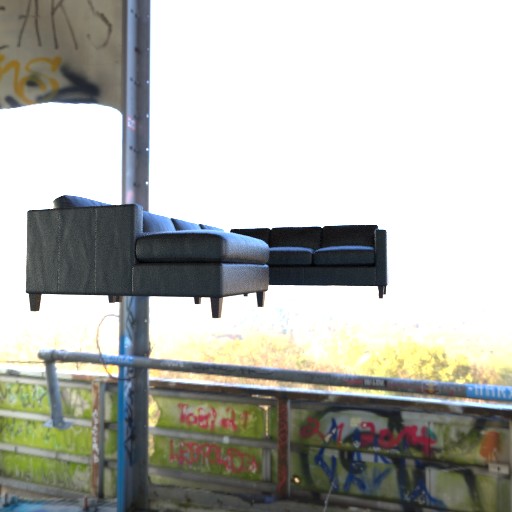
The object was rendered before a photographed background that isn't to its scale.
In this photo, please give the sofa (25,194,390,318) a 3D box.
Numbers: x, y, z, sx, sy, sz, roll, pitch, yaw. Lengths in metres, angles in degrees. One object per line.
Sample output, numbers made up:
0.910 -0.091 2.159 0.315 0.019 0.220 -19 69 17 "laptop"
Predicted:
0.000 0.000 4.410 2.452 0.891 3.324 -1 -2 19 "sofa"
